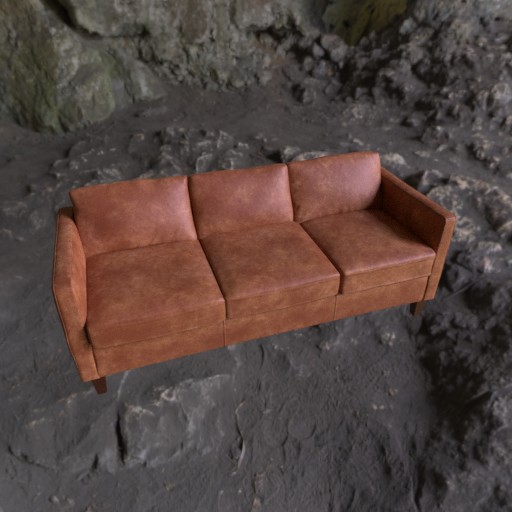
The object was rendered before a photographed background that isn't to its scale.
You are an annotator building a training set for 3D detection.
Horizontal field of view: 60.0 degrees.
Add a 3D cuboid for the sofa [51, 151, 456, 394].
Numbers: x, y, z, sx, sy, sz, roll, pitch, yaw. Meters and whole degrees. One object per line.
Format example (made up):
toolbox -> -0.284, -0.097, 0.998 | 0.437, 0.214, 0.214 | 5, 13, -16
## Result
sofa -> 0.000, 0.000, 3.041 | 2.464, 1.006, 1.045 | -10, 35, -16
